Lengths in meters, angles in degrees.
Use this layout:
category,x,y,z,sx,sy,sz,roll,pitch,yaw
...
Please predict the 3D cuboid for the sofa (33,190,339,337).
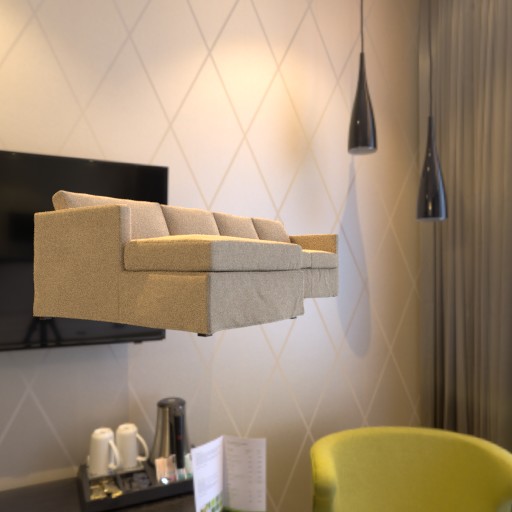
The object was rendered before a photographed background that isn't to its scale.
category,x,y,z,sx,sy,sz,roll,pitch,yaw
sofa,0.000,0.000,3.939,1.650,0.922,3.205,-1,-1,34
